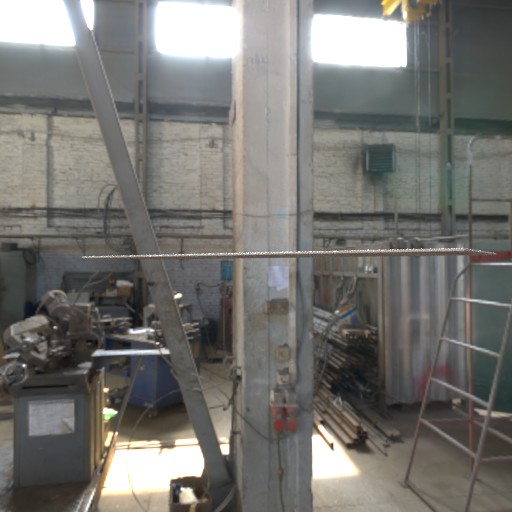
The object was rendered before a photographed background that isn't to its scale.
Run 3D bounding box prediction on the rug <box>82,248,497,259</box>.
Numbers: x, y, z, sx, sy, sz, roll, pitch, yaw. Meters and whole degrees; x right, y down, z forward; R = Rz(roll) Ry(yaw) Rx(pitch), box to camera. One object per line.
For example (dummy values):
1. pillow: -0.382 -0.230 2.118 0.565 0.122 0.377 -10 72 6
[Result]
1. rug: 0.000 0.000 1.969 1.824 0.009 0.562 -1 -2 36
